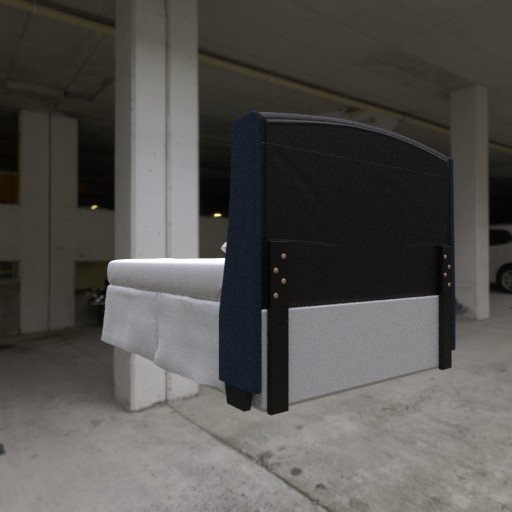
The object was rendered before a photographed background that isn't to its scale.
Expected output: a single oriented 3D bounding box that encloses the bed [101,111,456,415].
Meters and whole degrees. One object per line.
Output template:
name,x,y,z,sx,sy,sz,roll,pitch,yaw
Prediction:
bed,0.000,0.000,3.249,1.604,1.402,2.223,0,0,-36
